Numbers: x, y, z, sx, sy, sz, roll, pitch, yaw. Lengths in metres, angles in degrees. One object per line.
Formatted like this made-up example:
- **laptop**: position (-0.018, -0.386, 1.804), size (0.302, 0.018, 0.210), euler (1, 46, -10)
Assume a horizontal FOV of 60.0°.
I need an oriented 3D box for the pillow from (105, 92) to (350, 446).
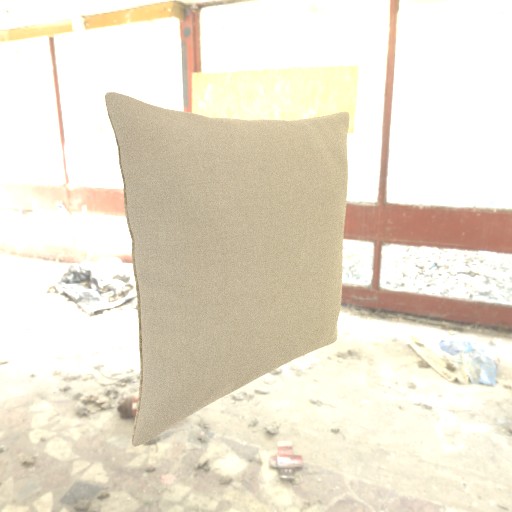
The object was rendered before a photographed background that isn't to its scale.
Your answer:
- **pillow**: position (0.000, 0.000, 0.784), size (0.523, 0.510, 0.166), euler (-14, 20, -43)
